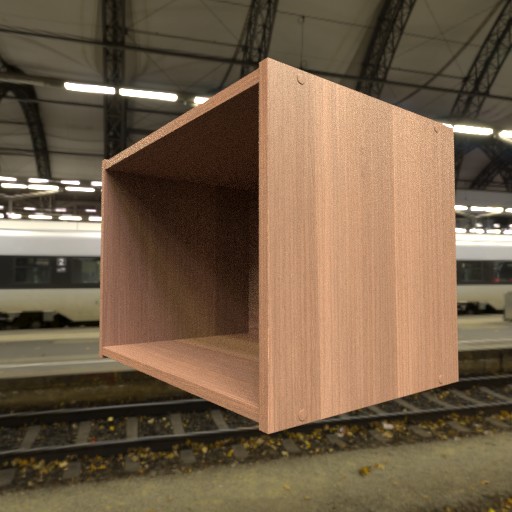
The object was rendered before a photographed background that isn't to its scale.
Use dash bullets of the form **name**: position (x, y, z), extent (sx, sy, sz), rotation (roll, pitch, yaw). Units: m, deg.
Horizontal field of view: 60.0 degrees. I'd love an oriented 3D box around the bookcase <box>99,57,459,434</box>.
- **bookcase**: position (0.000, 0.000, 0.610), extent (0.290, 0.305, 0.415), rotation (2, -3, -37)
